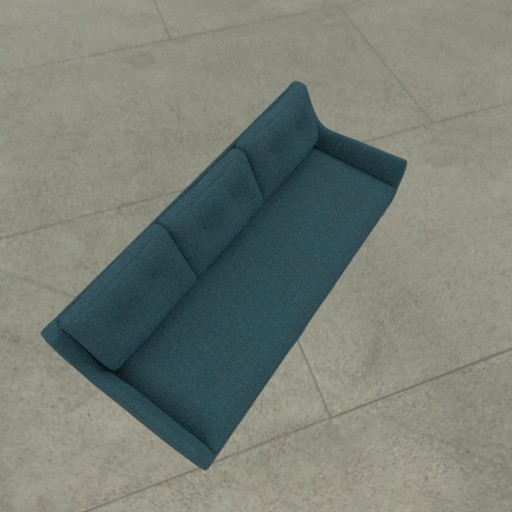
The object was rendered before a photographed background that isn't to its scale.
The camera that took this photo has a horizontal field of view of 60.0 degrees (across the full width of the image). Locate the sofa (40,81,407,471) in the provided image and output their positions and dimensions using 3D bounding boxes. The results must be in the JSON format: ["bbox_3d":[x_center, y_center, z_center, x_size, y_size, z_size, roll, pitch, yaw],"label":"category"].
[{"bbox_3d":[0.000,0.000,2.480,0.849,0.837,2.060,31,64,17],"label":"sofa"}]
